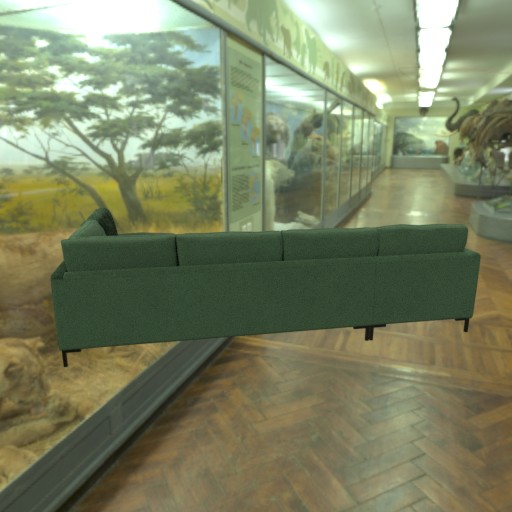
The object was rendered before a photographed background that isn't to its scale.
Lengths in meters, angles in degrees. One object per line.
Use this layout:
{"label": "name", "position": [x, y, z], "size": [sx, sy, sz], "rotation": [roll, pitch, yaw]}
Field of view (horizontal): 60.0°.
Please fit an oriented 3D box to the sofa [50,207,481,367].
{"label": "sofa", "position": [0.000, 0.000, 3.282], "size": [2.486, 0.687, 1.707], "rotation": [-3, 15, -10]}
